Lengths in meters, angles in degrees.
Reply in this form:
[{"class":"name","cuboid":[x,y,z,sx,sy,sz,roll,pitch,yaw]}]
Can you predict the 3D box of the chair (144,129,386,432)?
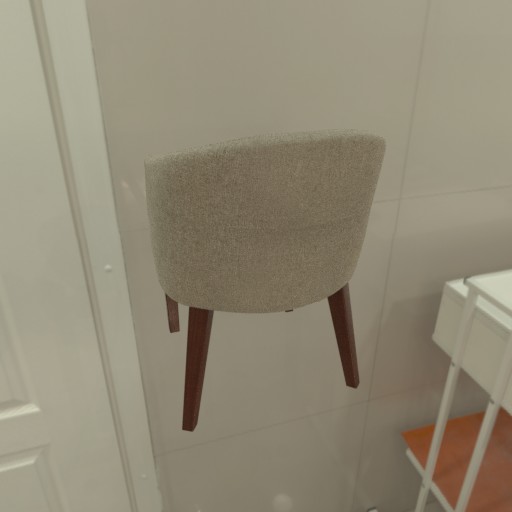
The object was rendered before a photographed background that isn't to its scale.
[{"class":"chair","cuboid":[0.000,0.000,1.282,0.583,0.811,0.655,-8,28,-16]}]
